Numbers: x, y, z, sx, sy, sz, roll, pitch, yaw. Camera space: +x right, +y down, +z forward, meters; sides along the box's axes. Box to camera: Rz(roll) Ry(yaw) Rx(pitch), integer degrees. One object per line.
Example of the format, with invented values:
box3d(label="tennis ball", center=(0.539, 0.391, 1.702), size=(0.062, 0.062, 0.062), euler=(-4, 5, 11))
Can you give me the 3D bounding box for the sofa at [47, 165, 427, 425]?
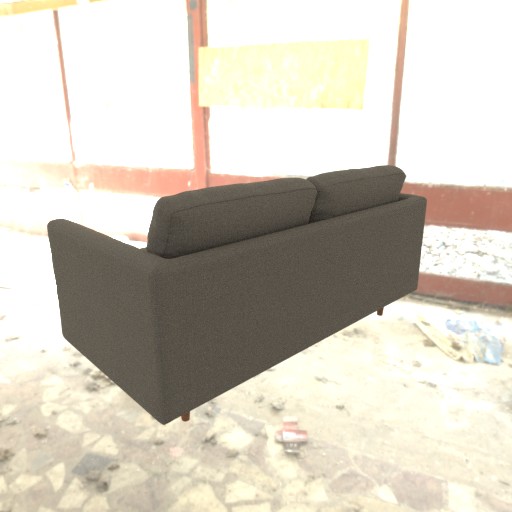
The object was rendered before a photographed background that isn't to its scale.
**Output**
box3d(label="sofa", center=(0.000, 0.000, 2.238), size=(1.713, 0.866, 0.940), euler=(-16, 23, -41))
